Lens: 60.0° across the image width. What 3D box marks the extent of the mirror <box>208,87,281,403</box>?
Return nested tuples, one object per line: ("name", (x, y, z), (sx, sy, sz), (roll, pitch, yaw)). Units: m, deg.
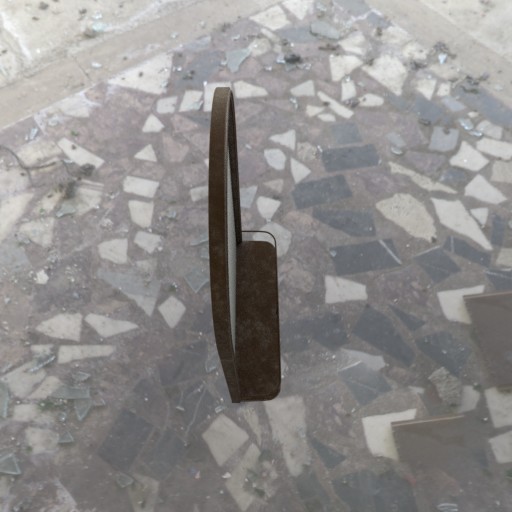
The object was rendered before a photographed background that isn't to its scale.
("mirror", (0.000, 0.000, 0.993), (0.137, 0.770, 0.510), (-1, 63, 0))
